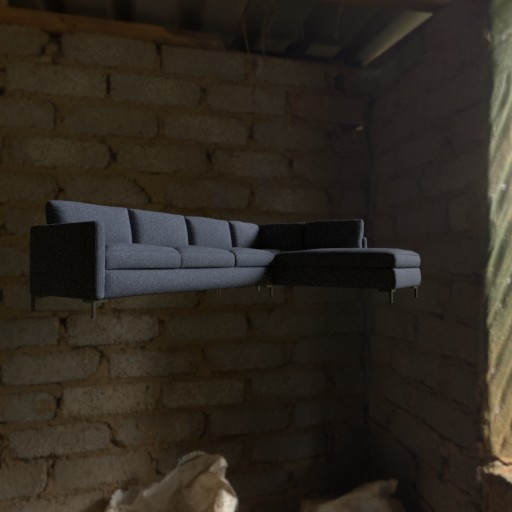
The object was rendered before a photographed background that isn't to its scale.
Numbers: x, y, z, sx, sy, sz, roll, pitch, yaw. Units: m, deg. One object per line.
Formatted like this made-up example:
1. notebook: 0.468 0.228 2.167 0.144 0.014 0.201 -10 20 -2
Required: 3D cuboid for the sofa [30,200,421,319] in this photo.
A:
1. sofa: 0.000 0.000 3.823 2.007 0.815 2.949 -1 -1 35
